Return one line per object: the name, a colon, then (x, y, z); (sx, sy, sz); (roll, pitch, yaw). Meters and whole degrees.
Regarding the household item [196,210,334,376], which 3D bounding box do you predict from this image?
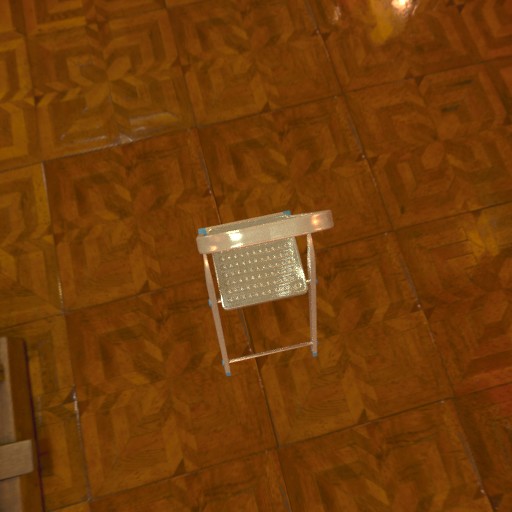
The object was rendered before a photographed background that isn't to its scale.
household item: (0.000, 0.000, 1.492); (0.420, 1.215, 0.687); (-12, 74, -3)
